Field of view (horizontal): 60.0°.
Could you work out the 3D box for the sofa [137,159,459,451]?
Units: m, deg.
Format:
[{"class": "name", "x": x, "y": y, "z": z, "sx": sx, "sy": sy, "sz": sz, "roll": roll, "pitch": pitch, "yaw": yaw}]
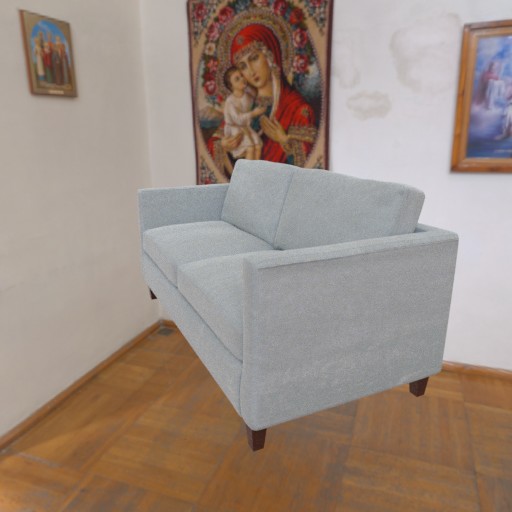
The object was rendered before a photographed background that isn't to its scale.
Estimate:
[{"class": "sofa", "x": 0.000, "y": 0.000, "z": 2.452, "sx": 0.950, "sy": 0.963, "sz": 1.884, "roll": -8, "pitch": 18, "yaw": -24}]
